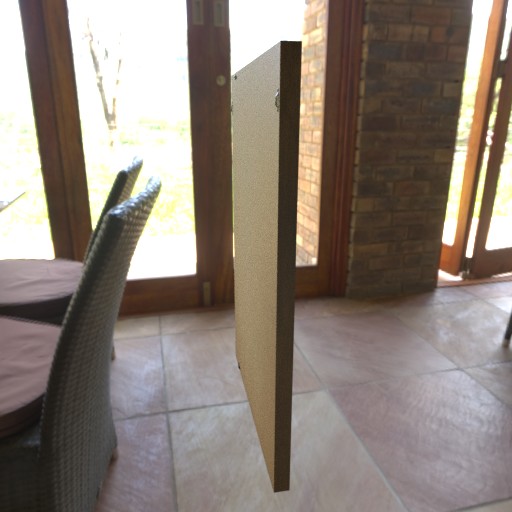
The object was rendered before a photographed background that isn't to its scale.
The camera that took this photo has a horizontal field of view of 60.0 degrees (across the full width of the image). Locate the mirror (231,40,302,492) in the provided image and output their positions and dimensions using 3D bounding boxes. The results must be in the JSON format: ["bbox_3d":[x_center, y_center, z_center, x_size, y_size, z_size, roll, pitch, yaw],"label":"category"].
[{"bbox_3d":[0.000,0.000,1.139,0.041,0.915,0.609,-3,17,-10],"label":"mirror"}]
